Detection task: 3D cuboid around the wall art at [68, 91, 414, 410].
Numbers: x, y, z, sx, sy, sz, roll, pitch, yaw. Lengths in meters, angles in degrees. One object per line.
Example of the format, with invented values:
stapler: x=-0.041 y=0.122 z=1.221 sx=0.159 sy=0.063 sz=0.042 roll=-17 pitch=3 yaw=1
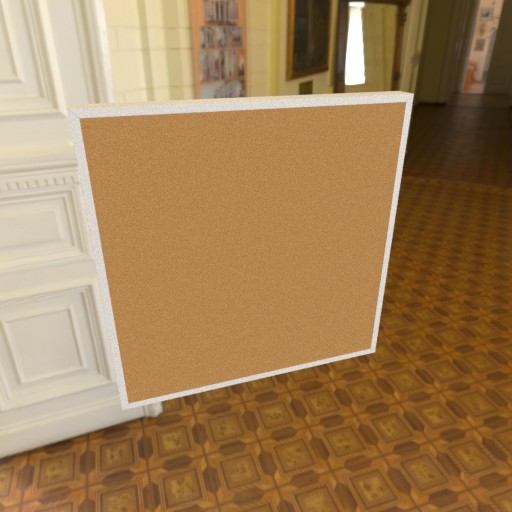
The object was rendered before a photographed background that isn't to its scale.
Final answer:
wall art: x=0.000 y=0.000 z=0.755 sx=0.509 sy=0.509 sz=0.040 roll=-8 pitch=28 yaw=-16
